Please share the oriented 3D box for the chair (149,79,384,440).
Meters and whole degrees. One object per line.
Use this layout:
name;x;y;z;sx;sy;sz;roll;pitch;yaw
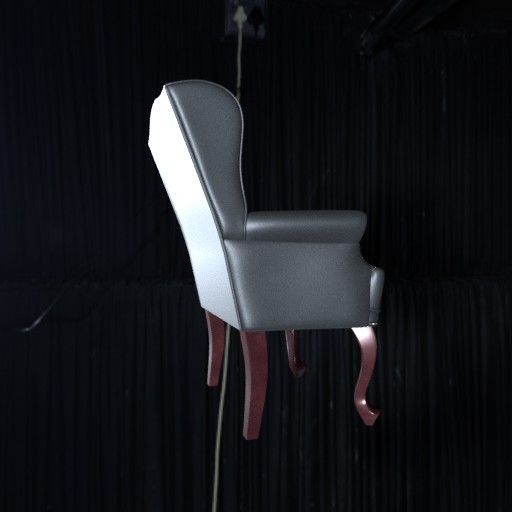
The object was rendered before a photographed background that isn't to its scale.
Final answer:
chair;0.000;0.000;1.667;0.762;1.111;0.838;0;0;-17
